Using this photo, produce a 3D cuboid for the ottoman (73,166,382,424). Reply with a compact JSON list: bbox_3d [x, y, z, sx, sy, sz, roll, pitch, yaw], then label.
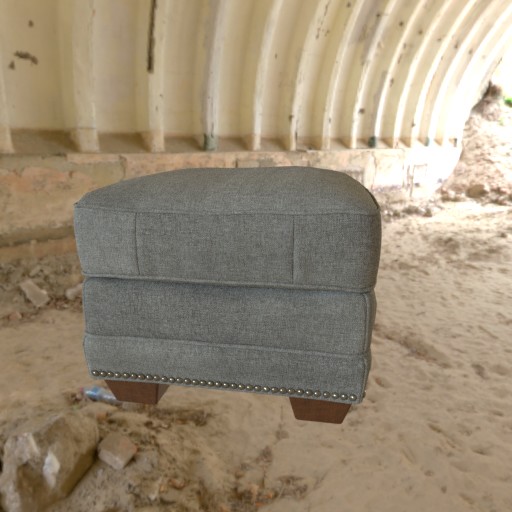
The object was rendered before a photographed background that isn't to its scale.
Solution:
[{"bbox_3d":[0.000,0.000,1.149,0.561,0.457,0.813,3,14,10],"label":"ottoman"}]
